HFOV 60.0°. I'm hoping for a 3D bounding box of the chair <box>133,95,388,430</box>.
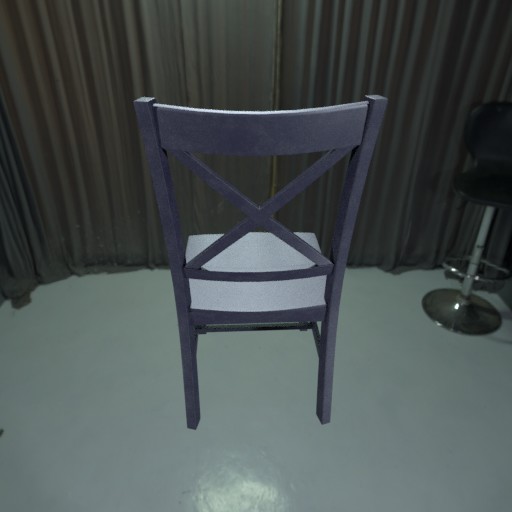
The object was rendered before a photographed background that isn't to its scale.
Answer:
[{"bbox_3d":[0.000,0.000,1.303,0.485,0.983,0.542,-1,31,-2],"label":"chair"}]
